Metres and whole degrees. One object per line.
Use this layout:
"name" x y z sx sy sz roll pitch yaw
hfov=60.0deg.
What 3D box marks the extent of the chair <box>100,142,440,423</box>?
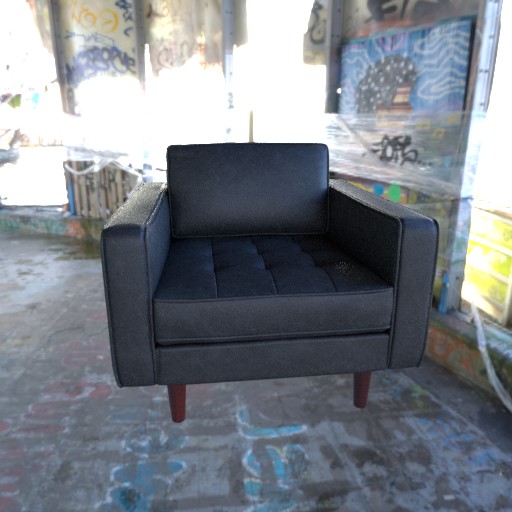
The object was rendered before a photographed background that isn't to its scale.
"chair" 0.000 0.000 1.572 0.889 0.763 0.914 -2 17 -7
